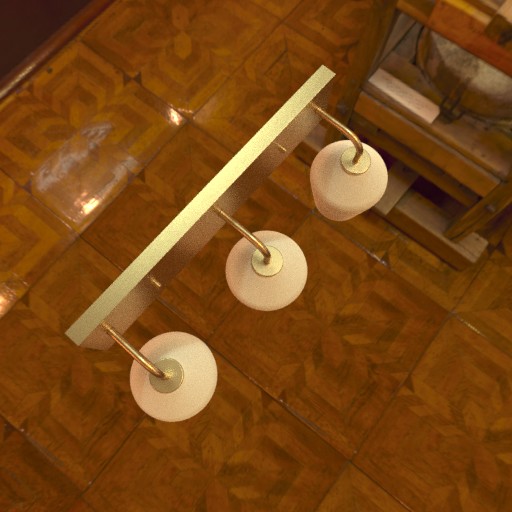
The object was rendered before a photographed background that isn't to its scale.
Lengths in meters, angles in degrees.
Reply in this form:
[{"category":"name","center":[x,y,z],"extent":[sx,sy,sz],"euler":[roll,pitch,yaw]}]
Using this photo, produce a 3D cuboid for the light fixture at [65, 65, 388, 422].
[{"category":"light fixture","center":[0.000,0.000,0.741],"extent":[0.190,0.280,0.609],"euler":[40,78,10]}]
